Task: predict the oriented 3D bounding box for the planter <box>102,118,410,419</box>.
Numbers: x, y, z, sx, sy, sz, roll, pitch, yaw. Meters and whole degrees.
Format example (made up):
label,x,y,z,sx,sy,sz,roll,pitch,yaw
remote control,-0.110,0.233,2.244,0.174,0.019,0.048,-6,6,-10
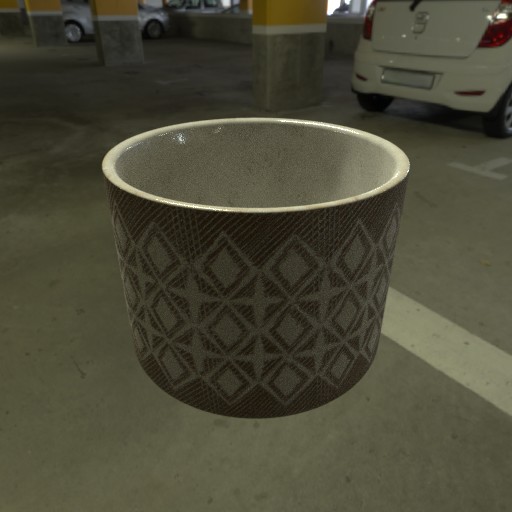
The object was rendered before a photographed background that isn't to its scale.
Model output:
label,x,y,z,sx,sy,sz,roll,pitch,yaw
planter,0.000,0.000,0.216,0.126,0.104,0.126,0,30,0
